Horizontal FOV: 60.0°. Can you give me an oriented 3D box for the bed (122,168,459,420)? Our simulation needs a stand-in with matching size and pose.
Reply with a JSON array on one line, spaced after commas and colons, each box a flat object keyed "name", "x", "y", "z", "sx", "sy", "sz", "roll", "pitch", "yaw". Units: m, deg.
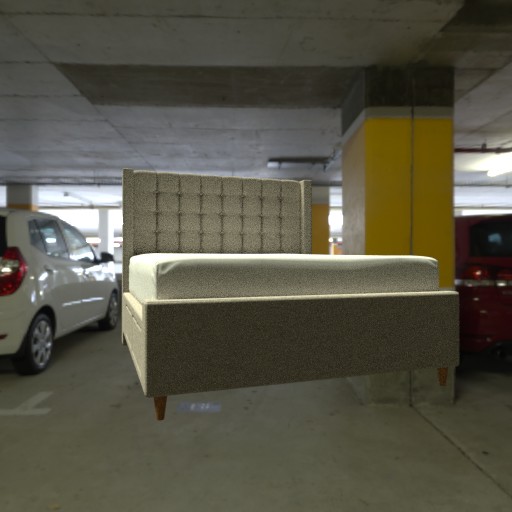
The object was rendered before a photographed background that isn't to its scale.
[{"name": "bed", "x": 0.000, "y": 0.000, "z": 3.722, "sx": 2.044, "sy": 1.748, "sz": 2.372, "roll": 0, "pitch": 0, "yaw": -20}]
